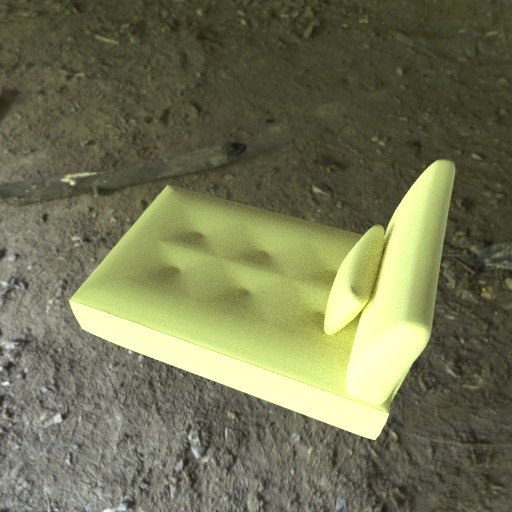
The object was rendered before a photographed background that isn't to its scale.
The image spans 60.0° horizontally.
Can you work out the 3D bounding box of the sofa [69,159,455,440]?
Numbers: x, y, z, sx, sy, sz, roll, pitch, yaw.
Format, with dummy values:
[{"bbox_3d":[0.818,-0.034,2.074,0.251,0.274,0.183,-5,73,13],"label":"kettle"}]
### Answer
[{"bbox_3d":[0.000,0.000,2.014,1.450,0.820,0.930,16,49,15],"label":"sofa"}]
